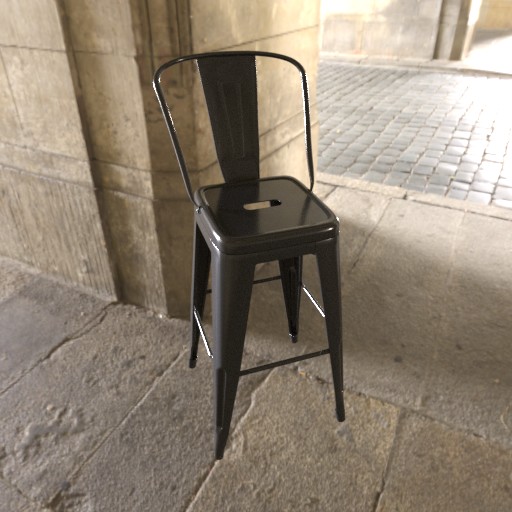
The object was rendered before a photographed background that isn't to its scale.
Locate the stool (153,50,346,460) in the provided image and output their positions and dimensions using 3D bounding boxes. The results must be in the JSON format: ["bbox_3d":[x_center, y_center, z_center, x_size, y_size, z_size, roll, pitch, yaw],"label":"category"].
[{"bbox_3d":[0.000,0.000,1.284,0.432,1.022,0.528,-10,34,-16],"label":"stool"}]
